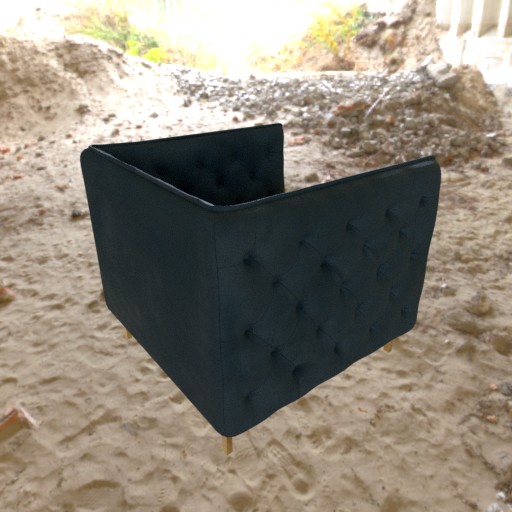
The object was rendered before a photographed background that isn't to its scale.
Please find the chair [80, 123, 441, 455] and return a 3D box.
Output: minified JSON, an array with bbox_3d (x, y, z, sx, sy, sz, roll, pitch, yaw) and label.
[{"bbox_3d":[0.000,0.000,1.580,0.877,0.771,0.868,-19,32,-34],"label":"chair"}]
